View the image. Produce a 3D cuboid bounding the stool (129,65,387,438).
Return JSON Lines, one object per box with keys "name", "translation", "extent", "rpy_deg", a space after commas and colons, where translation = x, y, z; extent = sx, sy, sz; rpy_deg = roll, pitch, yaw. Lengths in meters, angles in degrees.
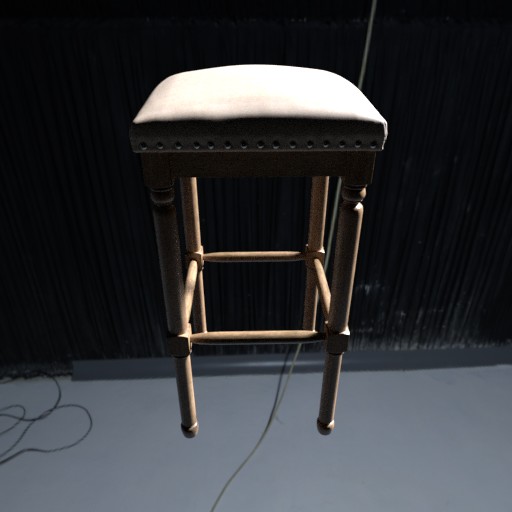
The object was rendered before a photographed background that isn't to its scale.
{"name": "stool", "translation": [0.000, 0.000, 0.975], "extent": [0.382, 0.768, 0.383], "rpy_deg": [-1, 31, -1]}
